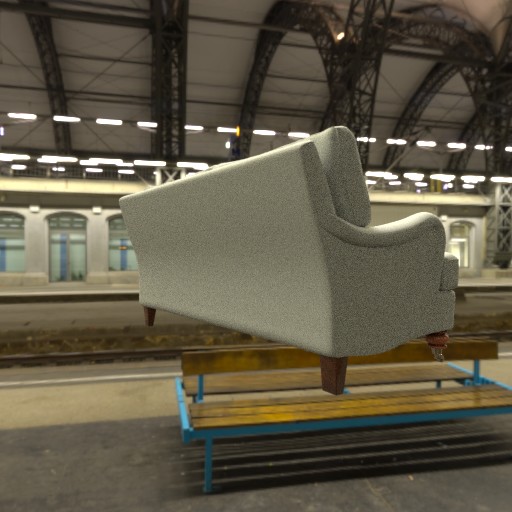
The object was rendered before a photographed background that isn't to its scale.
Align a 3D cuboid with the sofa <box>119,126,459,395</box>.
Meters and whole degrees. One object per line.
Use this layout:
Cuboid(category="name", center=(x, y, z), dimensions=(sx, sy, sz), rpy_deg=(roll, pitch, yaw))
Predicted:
Cuboid(category="sofa", center=(0.000, 0.000, 2.805), dimensions=(1.069, 1.096, 2.193), rpy_deg=(0, 1, -35))
